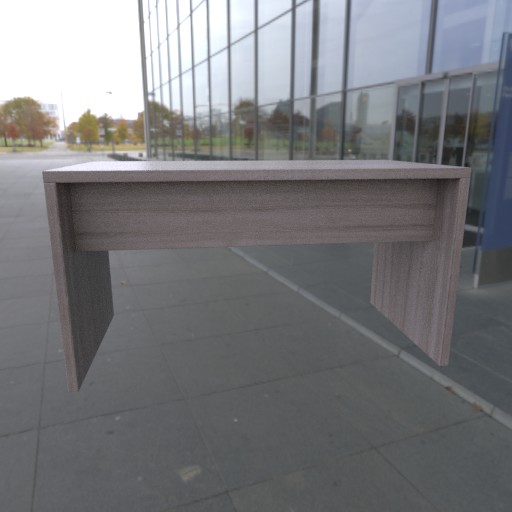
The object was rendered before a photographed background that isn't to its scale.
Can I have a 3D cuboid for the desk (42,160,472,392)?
[{"bbox_3d":[0.000,0.000,1.834,1.380,0.745,0.690,-2,15,-7],"label":"desk"}]
